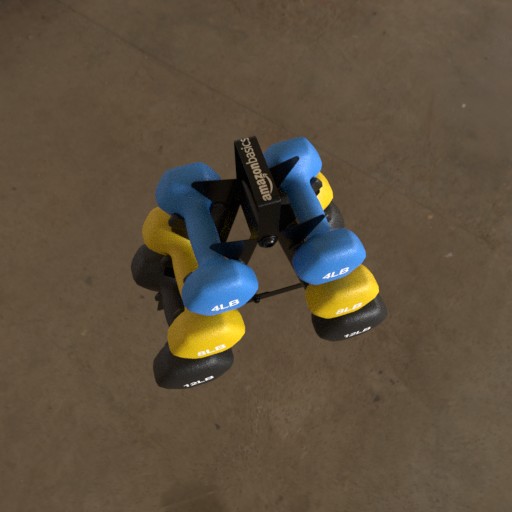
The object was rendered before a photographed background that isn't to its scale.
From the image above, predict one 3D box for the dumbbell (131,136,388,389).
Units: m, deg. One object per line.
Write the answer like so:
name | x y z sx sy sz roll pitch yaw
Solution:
dumbbell | 0.000 0.000 0.669 0.409 0.426 0.255 -16 65 -8
